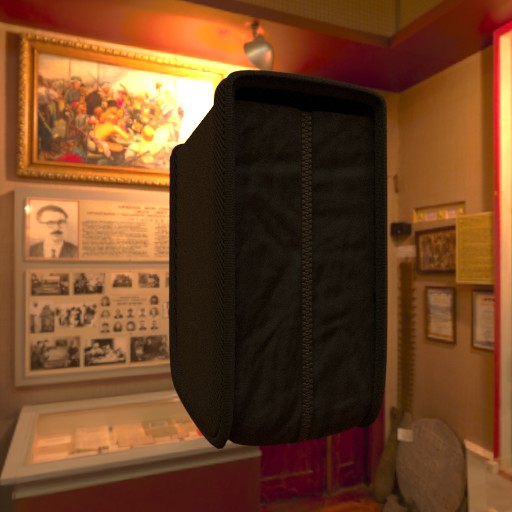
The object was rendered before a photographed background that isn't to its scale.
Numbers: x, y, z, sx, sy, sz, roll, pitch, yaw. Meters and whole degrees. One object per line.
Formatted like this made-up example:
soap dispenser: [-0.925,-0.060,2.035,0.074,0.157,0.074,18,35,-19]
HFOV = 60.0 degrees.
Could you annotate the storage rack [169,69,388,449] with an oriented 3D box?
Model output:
storage rack: [0.000,0.000,0.538,0.168,0.387,0.297,0,-1,-20]
